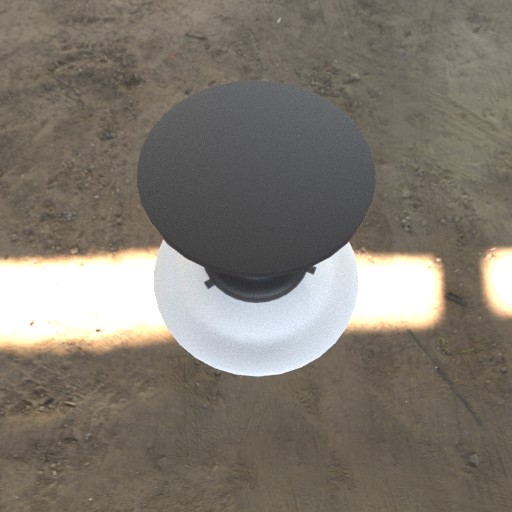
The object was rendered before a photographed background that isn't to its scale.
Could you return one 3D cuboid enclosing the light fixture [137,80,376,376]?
[{"bbox_3d":[0.000,0.000,0.394,0.197,0.254,0.197,0,63,0],"label":"light fixture"}]
